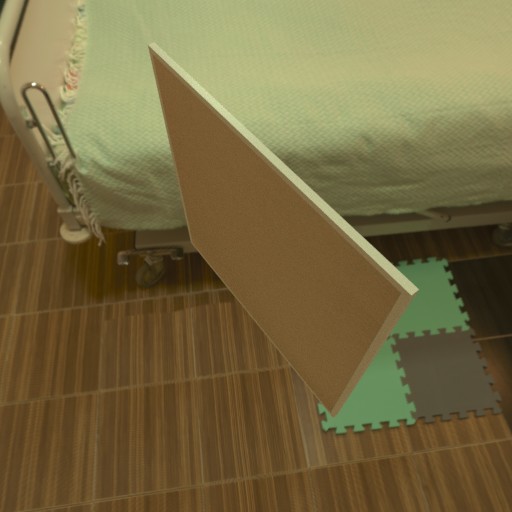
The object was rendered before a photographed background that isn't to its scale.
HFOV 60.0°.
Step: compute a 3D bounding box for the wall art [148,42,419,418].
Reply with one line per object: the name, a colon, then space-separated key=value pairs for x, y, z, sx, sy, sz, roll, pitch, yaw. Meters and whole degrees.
wall art: x=0.000 y=0.000 z=0.819 sx=0.012 sy=0.557 sz=0.557 roll=-32 pitch=63 yaw=-19
